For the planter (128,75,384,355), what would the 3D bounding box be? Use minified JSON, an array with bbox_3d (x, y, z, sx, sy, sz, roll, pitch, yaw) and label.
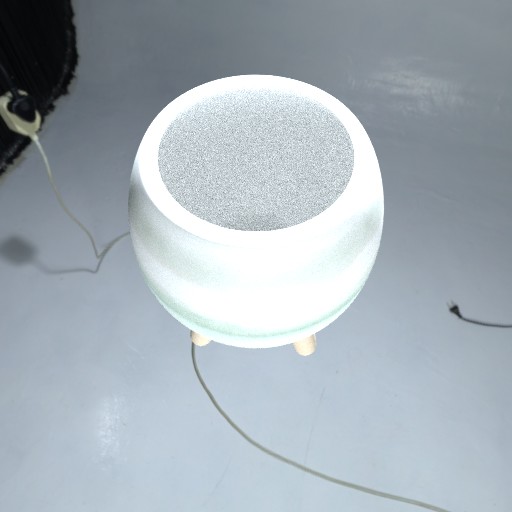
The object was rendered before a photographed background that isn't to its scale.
[{"bbox_3d":[0.000,0.000,0.333,0.161,0.224,0.161,0,59,0],"label":"planter"}]
